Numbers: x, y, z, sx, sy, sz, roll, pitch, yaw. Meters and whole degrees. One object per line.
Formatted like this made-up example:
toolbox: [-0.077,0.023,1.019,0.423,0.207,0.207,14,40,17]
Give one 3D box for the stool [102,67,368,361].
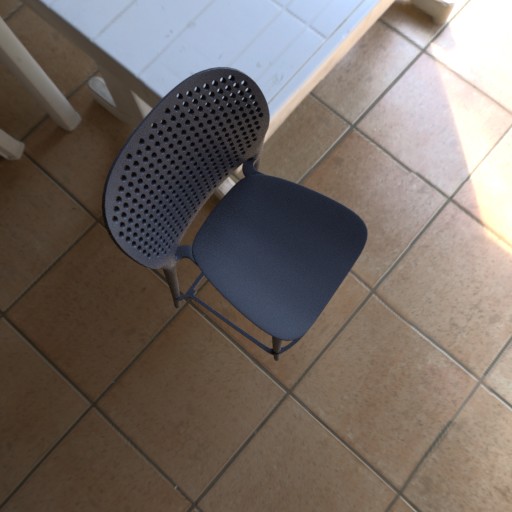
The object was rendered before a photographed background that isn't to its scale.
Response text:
stool: [0.000,0.000,1.335,0.535,1.045,0.536,35,79,8]
